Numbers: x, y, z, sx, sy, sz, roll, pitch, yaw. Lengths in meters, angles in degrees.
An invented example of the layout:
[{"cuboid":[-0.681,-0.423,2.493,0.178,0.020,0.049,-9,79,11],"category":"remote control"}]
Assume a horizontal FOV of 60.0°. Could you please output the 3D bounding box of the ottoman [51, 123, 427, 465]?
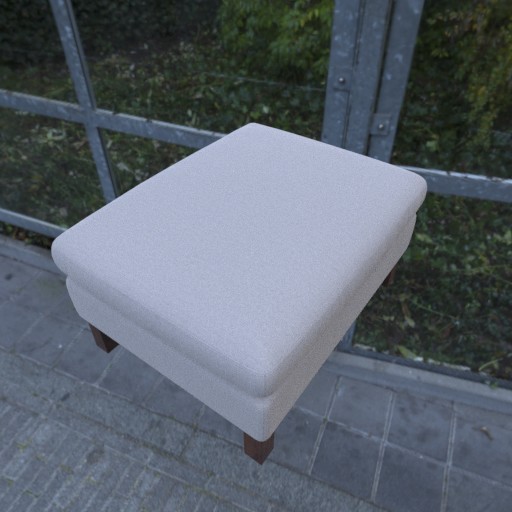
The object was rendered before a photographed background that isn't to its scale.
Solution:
[{"cuboid":[0.000,0.000,1.157,0.606,0.420,0.771,25,47,26],"category":"ottoman"}]
